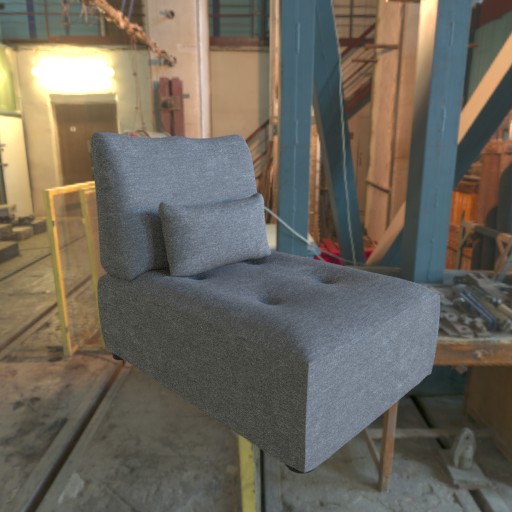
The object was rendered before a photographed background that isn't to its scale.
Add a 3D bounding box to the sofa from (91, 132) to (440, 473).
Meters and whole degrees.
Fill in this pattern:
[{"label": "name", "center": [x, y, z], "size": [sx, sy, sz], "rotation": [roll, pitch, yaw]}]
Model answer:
[{"label": "sofa", "center": [0.000, 0.000, 1.506], "size": [1.000, 0.820, 0.700], "rotation": [13, 19, 43]}]
